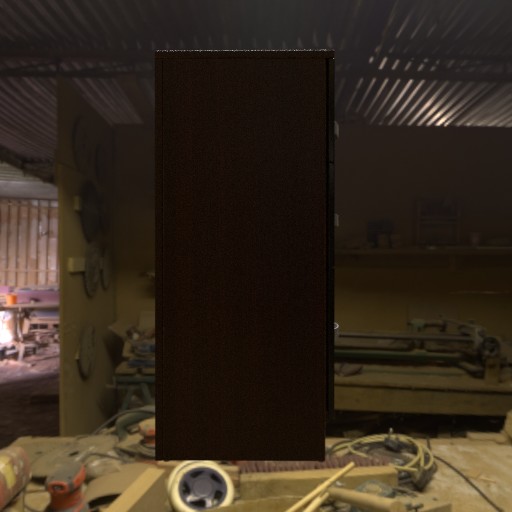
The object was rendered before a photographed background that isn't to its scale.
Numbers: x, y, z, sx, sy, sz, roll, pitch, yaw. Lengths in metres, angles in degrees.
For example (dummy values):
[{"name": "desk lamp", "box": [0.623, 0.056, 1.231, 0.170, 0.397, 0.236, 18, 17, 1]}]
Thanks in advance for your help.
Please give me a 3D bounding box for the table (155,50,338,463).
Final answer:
[{"name": "table", "box": [0.000, 0.000, 1.314, 0.380, 0.790, 0.930, 0, 0, 1]}]
